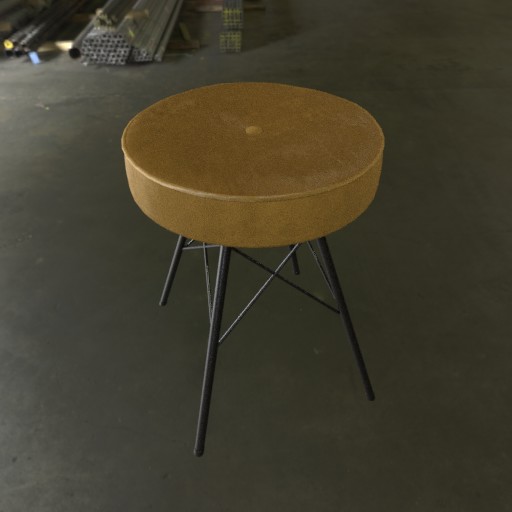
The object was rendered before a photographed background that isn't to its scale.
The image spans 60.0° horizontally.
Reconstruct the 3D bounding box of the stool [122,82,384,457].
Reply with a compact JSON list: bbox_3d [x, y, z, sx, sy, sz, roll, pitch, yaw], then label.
[{"bbox_3d":[0.000,0.000,0.918,0.438,0.595,0.472,-11,42,-12],"label":"stool"}]
